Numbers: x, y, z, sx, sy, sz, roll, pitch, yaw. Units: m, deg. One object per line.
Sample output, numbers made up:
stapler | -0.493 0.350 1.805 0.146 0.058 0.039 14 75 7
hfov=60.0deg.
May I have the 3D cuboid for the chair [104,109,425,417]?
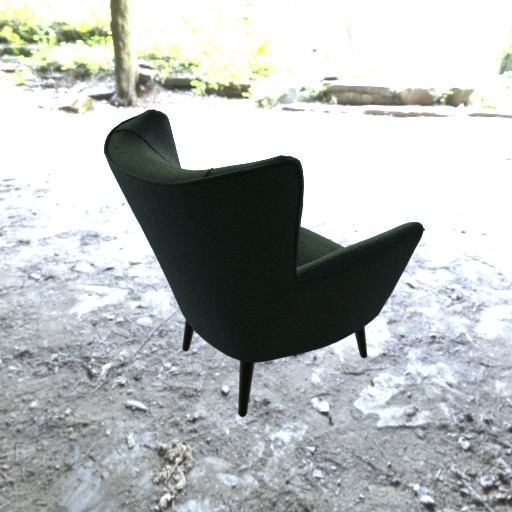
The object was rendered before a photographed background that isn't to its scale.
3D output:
chair | 0.000 0.000 1.570 0.888 0.933 0.781 -18 33 -31
